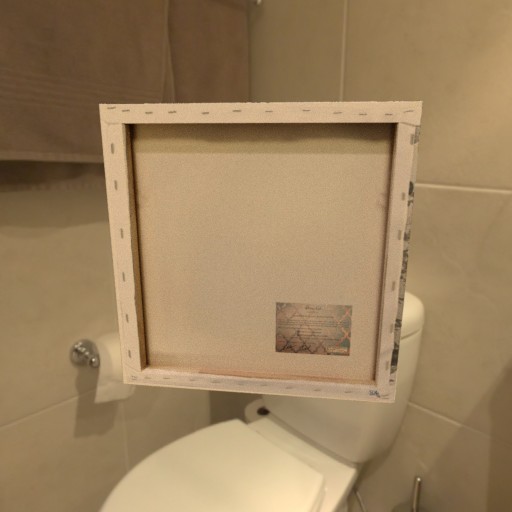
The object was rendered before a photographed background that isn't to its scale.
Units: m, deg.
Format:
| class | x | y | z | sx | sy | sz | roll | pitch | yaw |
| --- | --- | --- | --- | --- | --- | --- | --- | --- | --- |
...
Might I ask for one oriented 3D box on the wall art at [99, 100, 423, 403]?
| class | x | y | z | sx | sy | sz | roll | pitch | yaw |
| --- | --- | --- | --- | --- | --- | --- | --- | --- | --- |
| wall art | 0.000 | 0.000 | 0.468 | 0.302 | 0.306 | 0.038 | 2 | 15 | 7 |
